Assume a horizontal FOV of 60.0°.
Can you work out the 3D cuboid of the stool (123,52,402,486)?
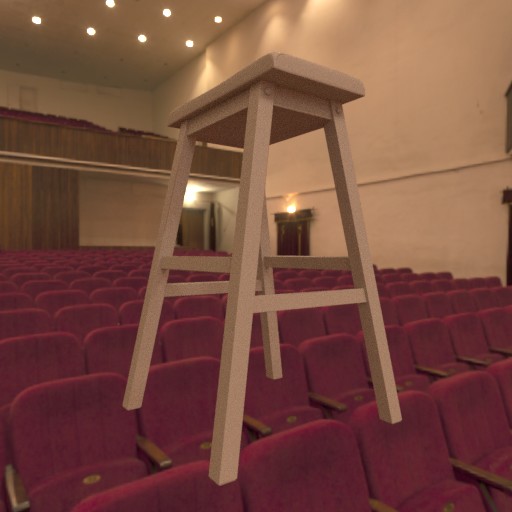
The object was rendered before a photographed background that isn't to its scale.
[{"bbox_3d":[0.000,0.000,1.035,0.476,0.737,0.457,0,0,-36],"label":"stool"}]
